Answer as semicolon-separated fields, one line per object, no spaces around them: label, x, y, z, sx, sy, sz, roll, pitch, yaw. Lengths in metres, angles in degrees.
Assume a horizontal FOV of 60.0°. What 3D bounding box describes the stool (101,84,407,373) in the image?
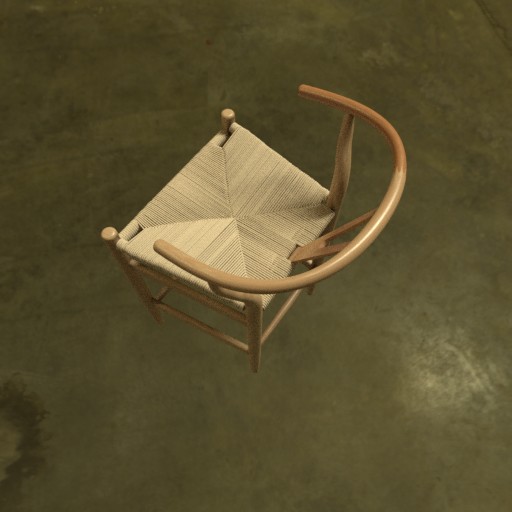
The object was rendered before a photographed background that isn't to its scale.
stool;0.000;0.000;1.271;0.575;0.923;0.536;32;67;15
